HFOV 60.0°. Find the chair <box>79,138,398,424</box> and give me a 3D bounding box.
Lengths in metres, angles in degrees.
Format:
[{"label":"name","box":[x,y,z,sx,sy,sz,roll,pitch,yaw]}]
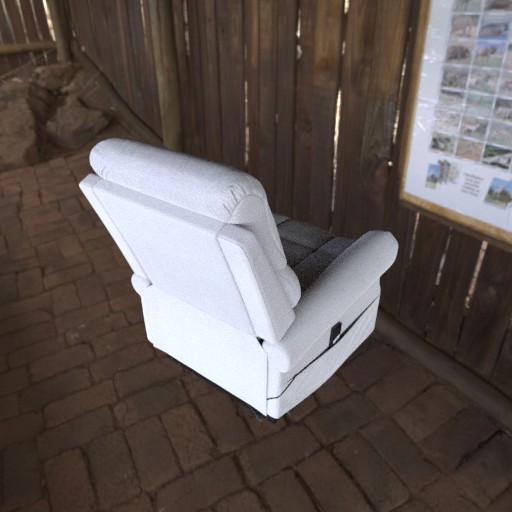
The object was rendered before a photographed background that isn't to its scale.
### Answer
[{"label":"chair","box":[0.000,0.000,1.745,0.871,1.031,0.979,22,37,32]}]
